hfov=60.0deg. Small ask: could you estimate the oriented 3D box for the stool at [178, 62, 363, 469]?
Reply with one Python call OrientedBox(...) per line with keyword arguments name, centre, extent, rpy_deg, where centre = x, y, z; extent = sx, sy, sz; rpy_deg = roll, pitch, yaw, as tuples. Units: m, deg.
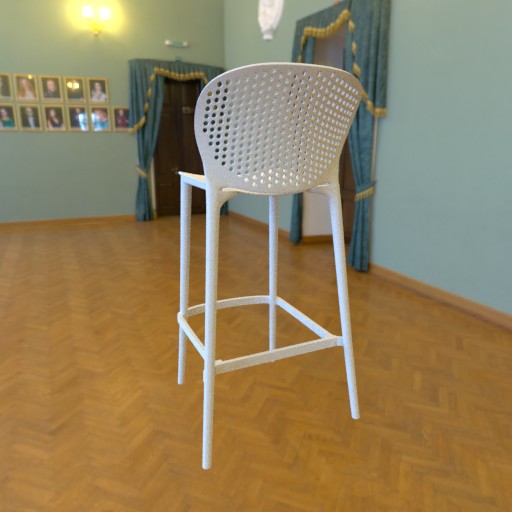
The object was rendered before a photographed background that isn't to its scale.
OrientedBox(name="stool", centre=(0.000, 0.000, 1.387), extent=(0.536, 1.045, 0.535), rpy_deg=(-7, 16, -25))
